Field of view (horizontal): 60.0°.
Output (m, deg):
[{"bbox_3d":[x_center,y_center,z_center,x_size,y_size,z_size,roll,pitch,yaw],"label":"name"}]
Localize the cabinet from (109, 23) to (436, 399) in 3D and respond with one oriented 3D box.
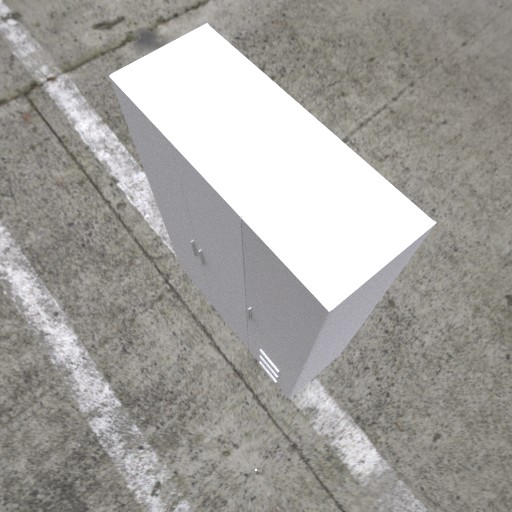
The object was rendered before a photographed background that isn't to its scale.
[{"bbox_3d":[0.000,0.000,2.496,0.510,1.910,1.290,-36,70,-16],"label":"cabinet"}]
